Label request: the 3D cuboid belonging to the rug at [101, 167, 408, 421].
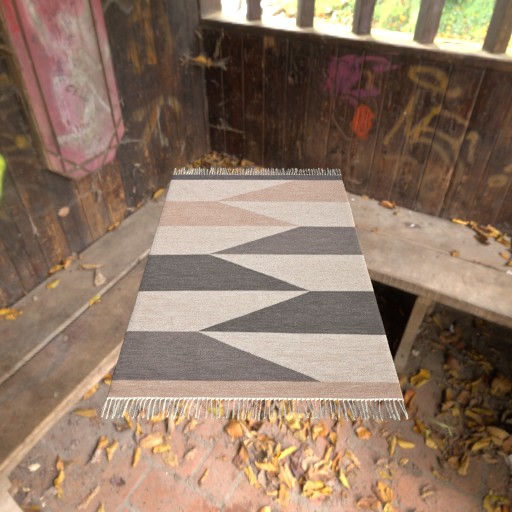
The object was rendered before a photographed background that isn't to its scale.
[{"bbox_3d":[0.000,0.000,2.519,1.224,0.027,2.021,0,40,0],"label":"rug"}]
